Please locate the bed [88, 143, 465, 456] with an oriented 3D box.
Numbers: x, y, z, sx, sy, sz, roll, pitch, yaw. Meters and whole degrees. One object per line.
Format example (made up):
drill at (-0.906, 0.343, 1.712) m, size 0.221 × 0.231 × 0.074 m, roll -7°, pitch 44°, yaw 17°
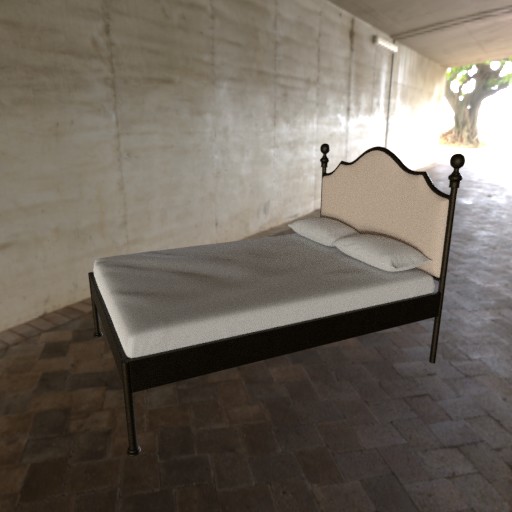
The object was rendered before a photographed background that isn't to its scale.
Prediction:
bed at (0.000, 0.000, 3.139) m, size 2.170 × 1.462 × 1.533 m, roll -8°, pitch 19°, yaw -25°
